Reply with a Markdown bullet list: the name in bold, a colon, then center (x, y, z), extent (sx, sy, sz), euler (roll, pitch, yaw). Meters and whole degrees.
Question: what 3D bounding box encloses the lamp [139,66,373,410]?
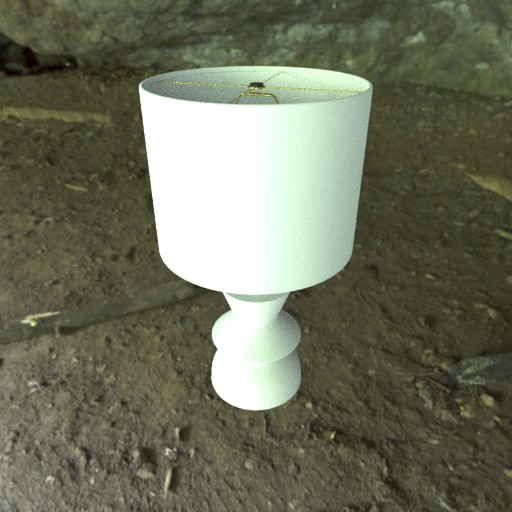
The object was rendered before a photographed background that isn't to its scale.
- **lamp**: center (0.000, 0.000, 0.718), extent (0.301, 0.533, 0.301), euler (8, 31, 14)
